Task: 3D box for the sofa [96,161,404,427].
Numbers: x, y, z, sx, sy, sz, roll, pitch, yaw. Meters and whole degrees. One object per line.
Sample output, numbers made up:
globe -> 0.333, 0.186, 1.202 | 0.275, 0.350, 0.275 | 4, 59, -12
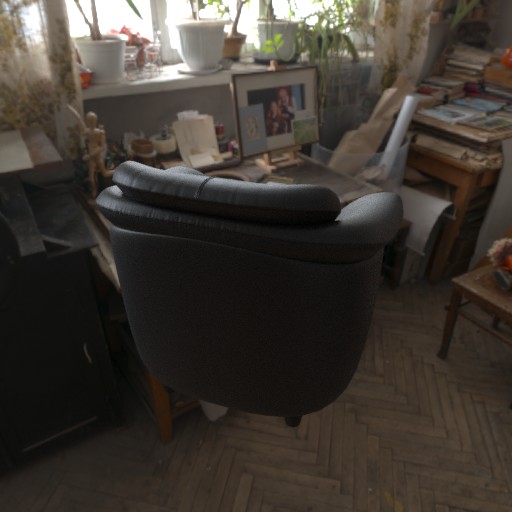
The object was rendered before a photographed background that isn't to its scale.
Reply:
sofa -> 0.000, 0.000, 1.456 | 0.870, 0.811, 0.794 | 10, 34, 15
